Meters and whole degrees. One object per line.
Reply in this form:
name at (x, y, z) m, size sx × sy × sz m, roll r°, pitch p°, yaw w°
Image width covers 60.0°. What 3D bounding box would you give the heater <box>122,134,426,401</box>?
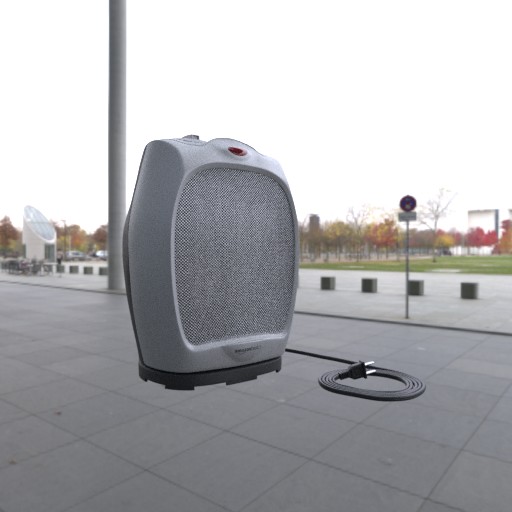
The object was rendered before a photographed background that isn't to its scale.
heater at (0.000, 0.000, 0.468) m, size 0.239 × 0.255 × 0.291 m, roll 0°, pitch 1°, yaw -37°
